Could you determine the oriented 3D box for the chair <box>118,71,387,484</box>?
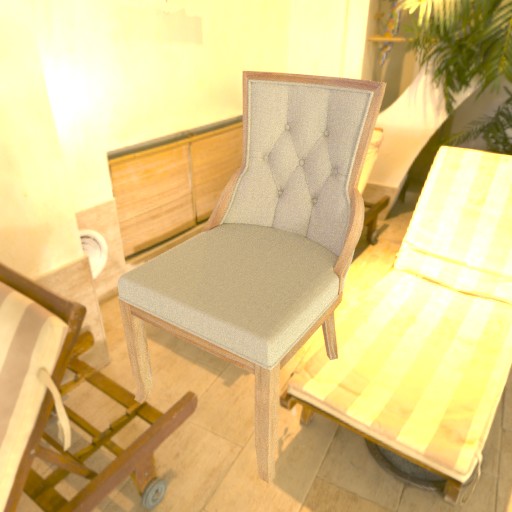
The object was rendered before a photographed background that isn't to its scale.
[{"bbox_3d":[0.000,0.000,1.319,0.524,0.947,0.641,18,34,29],"label":"chair"}]
